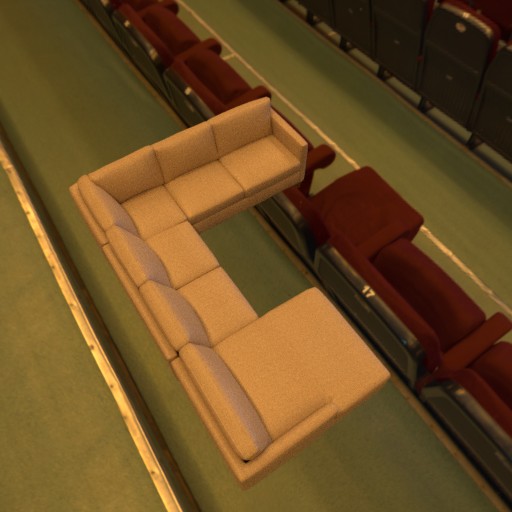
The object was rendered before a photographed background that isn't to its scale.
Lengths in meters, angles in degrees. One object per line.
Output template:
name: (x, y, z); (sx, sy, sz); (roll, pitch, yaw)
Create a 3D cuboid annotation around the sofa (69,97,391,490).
sofa: (0.000, 0.000, 4.566); (2.594, 0.961, 3.460); (-29, 62, -18)
